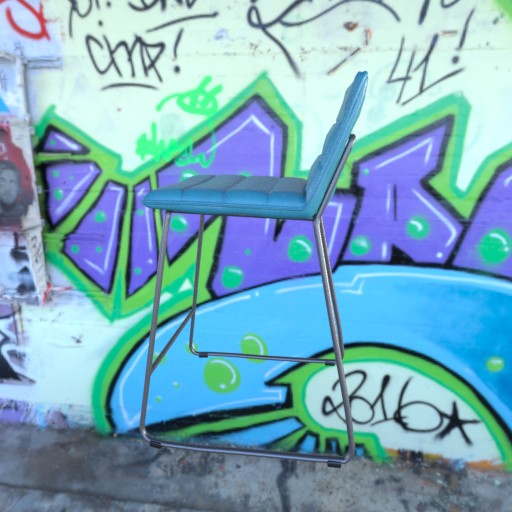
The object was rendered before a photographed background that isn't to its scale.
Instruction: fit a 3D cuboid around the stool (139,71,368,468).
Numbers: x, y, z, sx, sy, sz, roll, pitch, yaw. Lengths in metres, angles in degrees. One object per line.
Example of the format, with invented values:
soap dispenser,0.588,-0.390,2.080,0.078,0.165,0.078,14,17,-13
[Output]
stool,0.000,0.000,1.169,0.524,0.866,0.489,2,16,8
